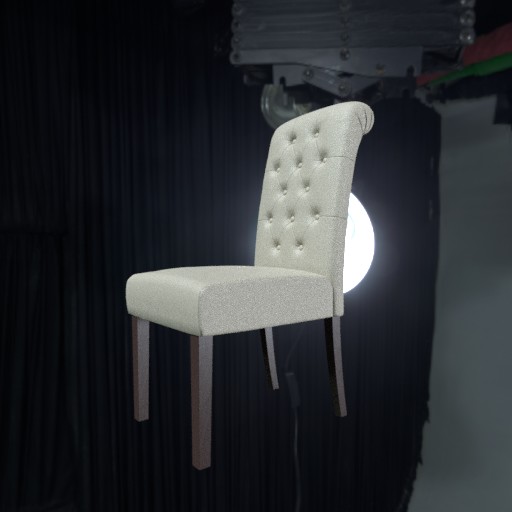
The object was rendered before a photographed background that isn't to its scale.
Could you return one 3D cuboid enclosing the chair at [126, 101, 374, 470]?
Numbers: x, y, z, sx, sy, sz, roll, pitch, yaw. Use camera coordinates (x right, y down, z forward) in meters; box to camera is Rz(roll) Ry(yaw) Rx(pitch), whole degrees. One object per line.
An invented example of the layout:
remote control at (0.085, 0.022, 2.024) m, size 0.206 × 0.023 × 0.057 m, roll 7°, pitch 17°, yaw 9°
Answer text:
chair at (0.000, 0.000, 1.397) m, size 0.671 × 1.006 × 0.456 m, roll -1°, pitch 2°, yaw -37°
